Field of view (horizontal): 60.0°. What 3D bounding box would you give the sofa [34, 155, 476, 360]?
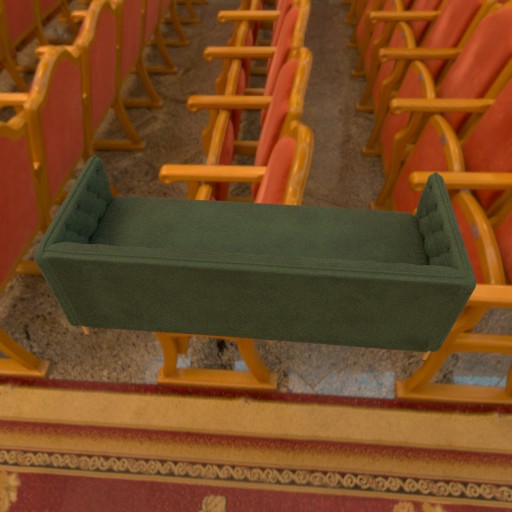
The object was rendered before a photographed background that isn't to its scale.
[{"bbox_3d":[0.000,0.000,2.698,2.209,0.771,0.895,4,47,3],"label":"sofa"}]
